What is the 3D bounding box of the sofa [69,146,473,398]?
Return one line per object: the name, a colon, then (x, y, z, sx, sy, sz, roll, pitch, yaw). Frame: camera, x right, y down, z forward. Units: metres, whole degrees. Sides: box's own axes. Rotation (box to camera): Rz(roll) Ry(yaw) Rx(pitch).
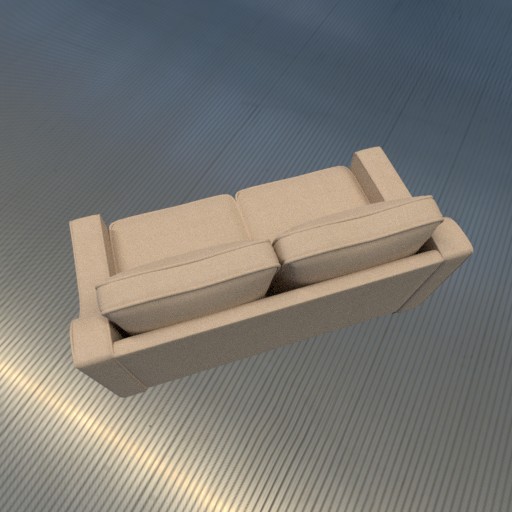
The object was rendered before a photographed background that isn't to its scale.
sofa: (0.000, 0.000, 3.432, 2.587, 1.562, 1.351, -15, 60, -9)
